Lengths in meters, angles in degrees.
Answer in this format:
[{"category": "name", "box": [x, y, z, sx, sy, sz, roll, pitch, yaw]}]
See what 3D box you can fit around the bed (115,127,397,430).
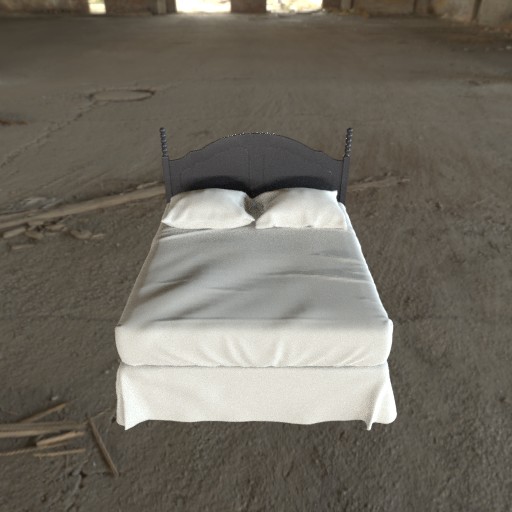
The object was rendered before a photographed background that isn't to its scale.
[{"category": "bed", "box": [0.000, 0.000, 3.281, 1.873, 1.356, 2.040, 0, 31, 0]}]
